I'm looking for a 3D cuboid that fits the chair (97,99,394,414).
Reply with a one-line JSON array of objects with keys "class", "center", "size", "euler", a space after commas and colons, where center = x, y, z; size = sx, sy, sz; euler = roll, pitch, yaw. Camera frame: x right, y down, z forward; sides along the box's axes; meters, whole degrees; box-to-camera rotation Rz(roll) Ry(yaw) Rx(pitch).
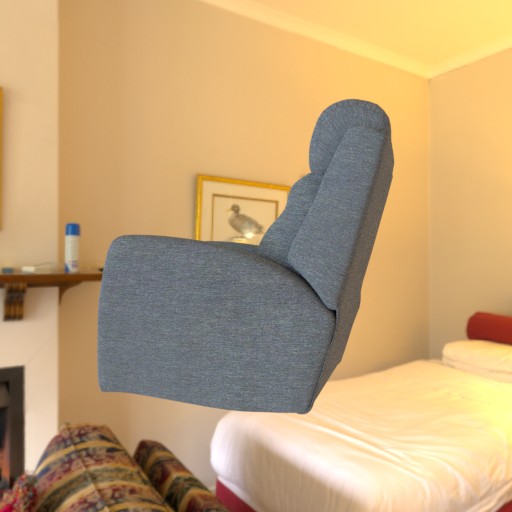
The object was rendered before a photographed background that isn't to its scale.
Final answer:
[{"class": "chair", "center": [0.000, 0.000, 1.767], "size": [1.043, 1.013, 0.798], "euler": [0, 0, 19]}]
